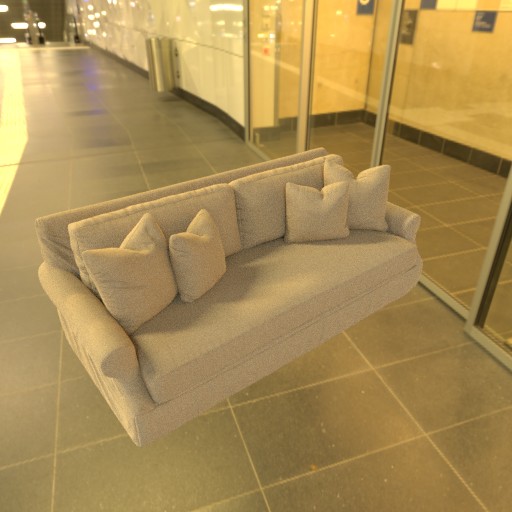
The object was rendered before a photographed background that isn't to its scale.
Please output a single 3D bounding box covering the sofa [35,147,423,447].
[{"bbox_3d":[0.000,0.000,2.734,2.285,0.904,1.067,-21,36,-33],"label":"sofa"}]
